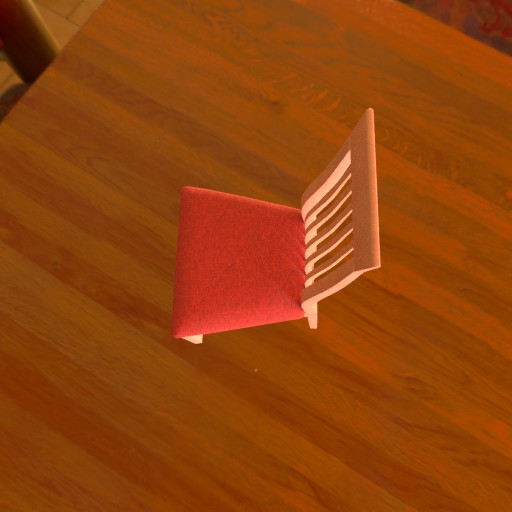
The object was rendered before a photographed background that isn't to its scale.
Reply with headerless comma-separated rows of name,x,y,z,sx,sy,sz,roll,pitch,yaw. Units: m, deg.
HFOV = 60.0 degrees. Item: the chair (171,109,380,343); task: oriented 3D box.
chair,0.000,0.000,1.249,0.474,1.027,0.460,1,76,0
